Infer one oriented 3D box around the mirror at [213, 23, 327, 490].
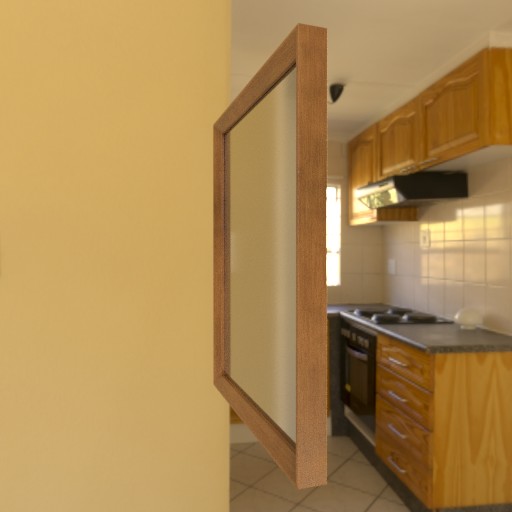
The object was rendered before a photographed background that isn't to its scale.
[{"bbox_3d":[0.000,0.000,0.681,0.041,0.509,0.406,0,1,-19],"label":"mirror"}]
